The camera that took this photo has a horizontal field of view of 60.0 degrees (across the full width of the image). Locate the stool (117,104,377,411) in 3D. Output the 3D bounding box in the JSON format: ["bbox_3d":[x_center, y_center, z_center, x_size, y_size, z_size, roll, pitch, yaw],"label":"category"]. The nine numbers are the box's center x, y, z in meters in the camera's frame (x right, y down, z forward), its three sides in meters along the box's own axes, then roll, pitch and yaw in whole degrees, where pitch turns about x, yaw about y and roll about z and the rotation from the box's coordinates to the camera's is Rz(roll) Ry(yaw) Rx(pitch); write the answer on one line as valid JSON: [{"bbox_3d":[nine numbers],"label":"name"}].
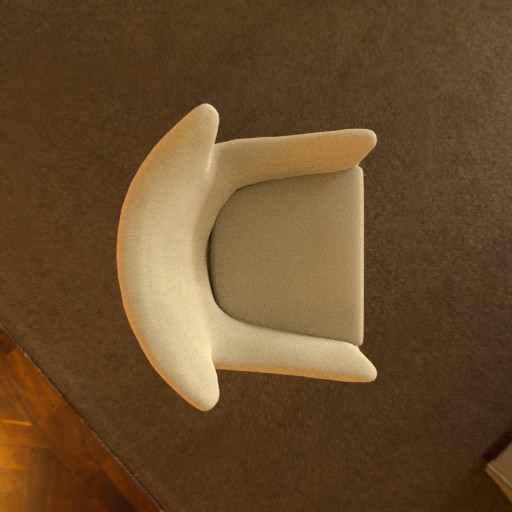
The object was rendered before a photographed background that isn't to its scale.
[{"bbox_3d":[0.000,0.000,1.324,0.570,0.951,0.601,0,90,-1],"label":"stool"}]
